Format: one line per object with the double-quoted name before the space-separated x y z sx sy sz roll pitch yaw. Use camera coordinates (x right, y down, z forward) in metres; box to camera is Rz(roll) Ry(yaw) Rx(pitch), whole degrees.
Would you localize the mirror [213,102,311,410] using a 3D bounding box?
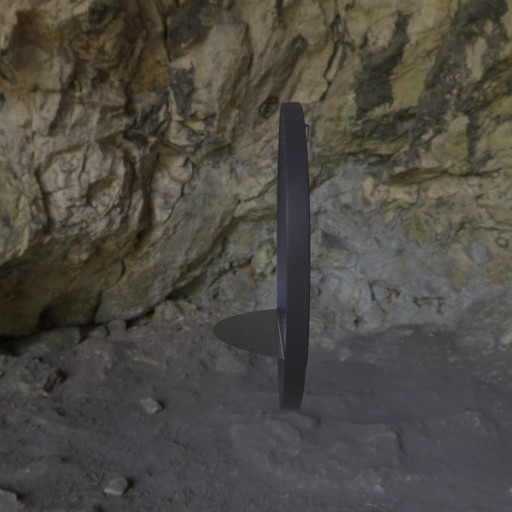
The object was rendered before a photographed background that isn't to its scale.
"mirror" 0.000 0.000 0.698 0.133 0.457 0.457 0 1 1
